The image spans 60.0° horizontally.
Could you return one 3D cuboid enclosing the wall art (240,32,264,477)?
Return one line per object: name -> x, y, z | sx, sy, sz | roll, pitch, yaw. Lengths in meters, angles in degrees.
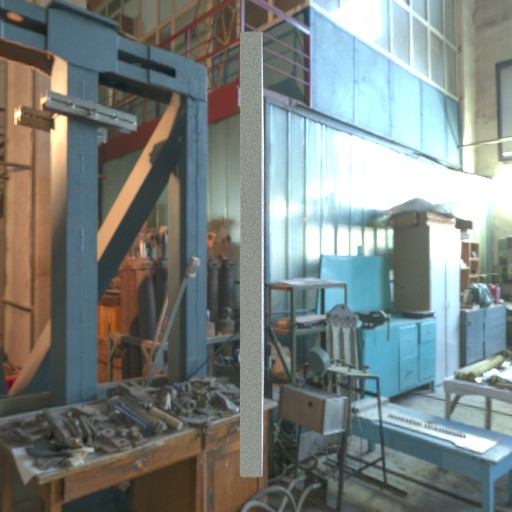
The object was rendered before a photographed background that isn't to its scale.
wall art -> 0.000, 0.000, 1.129 | 0.037, 0.757, 0.757 | 0, -1, 1
